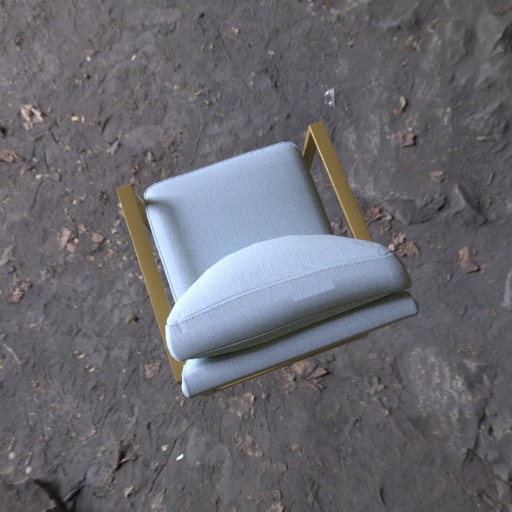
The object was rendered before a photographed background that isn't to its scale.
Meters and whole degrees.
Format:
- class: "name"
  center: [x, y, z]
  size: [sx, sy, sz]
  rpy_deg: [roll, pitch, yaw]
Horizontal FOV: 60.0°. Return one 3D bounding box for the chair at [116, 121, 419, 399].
- class: "chair"
  center: [0.000, 0.000, 1.567]
  size: [0.758, 0.956, 0.813]
  rpy_deg: [-19, 77, -5]
